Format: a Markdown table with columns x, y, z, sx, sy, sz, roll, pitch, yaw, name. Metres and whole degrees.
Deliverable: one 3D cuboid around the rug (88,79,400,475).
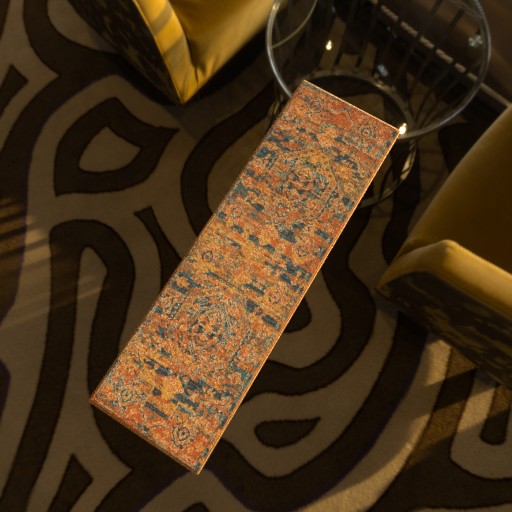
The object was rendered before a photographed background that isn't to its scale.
| x | y | z | sx | sy | sz | roll | pitch | yaw | name |
| --- | --- | --- | --- | --- | --- | --- | --- | --- | --- |
| 0.000 | 0.000 | 2.023 | 0.556 | 0.013 | 1.820 | 31 | 78 | 7 | rug |
